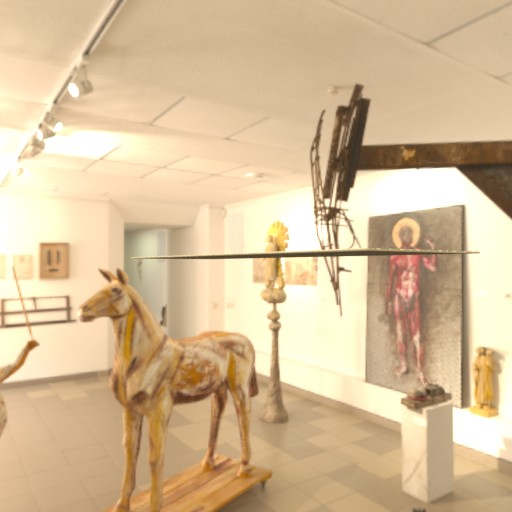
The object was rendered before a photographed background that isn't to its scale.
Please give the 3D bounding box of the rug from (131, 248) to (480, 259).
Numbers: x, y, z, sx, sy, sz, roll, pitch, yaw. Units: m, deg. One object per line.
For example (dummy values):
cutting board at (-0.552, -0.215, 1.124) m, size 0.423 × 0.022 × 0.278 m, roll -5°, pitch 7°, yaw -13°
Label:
rug at (0.000, 0.000, 2.766) m, size 0.750 × 0.009 × 2.435 m, roll 1°, pitch -1°, yaw -35°
